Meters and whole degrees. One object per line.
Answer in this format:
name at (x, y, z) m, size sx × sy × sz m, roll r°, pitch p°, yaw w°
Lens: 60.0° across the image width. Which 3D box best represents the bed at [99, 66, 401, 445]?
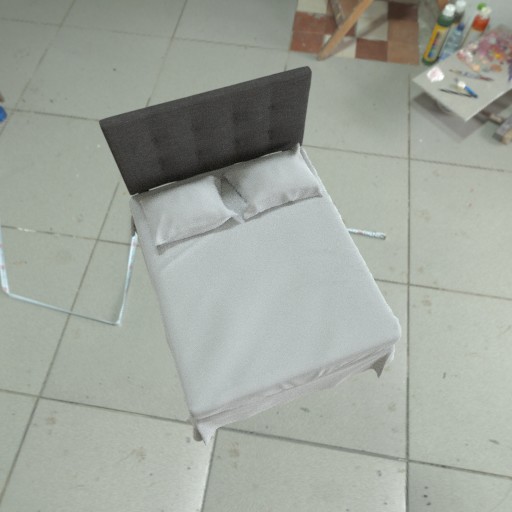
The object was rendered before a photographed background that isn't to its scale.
bed at (0.000, 0.000, 3.513) m, size 1.936 × 1.577 × 2.222 m, roll -18°, pitch 64°, yaw -9°
